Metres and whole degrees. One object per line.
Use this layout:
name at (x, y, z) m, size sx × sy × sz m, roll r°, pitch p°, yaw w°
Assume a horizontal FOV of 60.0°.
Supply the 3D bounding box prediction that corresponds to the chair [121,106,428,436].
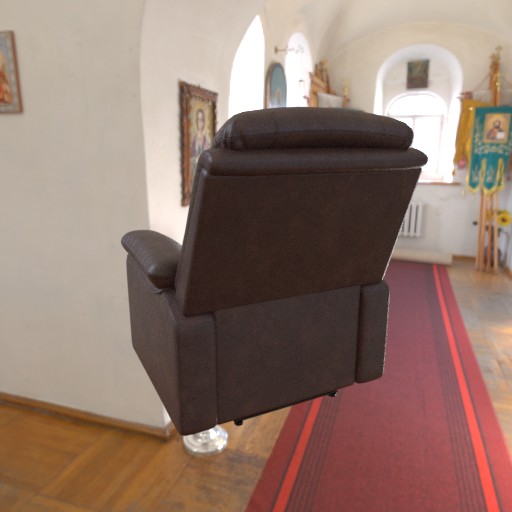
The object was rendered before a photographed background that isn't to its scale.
chair at (0.000, 0.000, 1.630) m, size 0.855 × 0.992 × 0.919 m, roll -7°, pitch 16°, yaw -26°
